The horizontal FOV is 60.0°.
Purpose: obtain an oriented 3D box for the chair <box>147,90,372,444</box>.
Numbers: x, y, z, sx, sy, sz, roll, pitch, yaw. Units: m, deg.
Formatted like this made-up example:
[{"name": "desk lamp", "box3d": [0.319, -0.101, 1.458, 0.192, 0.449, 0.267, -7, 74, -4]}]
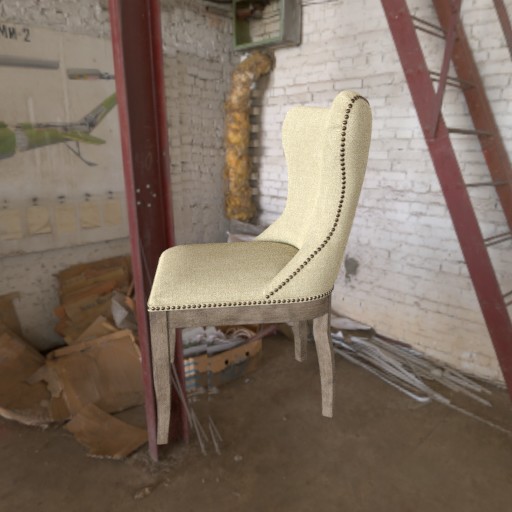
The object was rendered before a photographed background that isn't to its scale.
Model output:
[{"name": "chair", "box3d": [0.000, 0.000, 1.497, 0.681, 1.002, 0.654, -2, 15, -8]}]
